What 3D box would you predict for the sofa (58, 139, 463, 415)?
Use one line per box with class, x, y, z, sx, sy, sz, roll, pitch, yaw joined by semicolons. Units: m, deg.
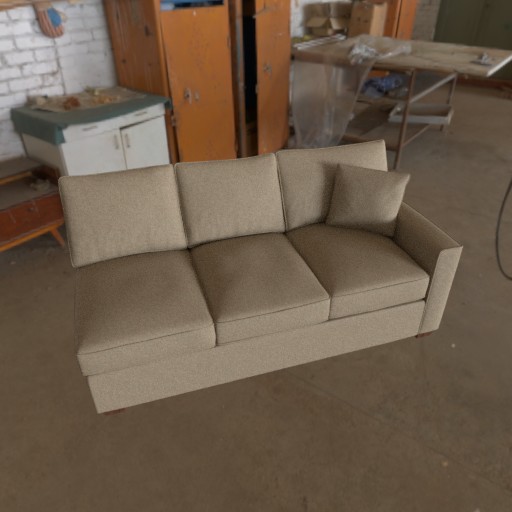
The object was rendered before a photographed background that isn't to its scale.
sofa;0.000;0.000;2.519;1.963;0.946;1.034;-10;34;-15
